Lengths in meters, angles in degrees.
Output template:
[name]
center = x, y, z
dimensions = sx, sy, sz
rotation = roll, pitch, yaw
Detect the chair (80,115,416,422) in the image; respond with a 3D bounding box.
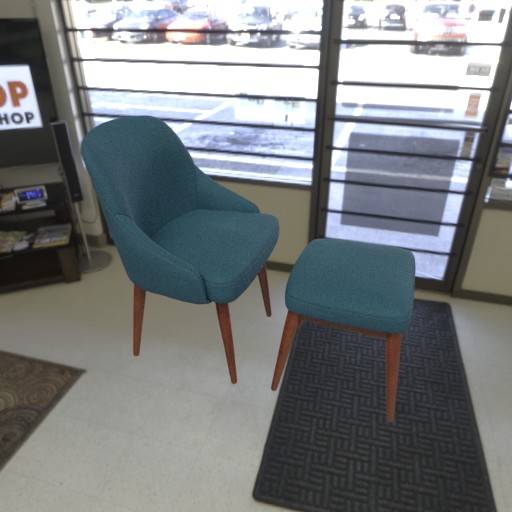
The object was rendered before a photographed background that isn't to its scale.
[chair]
center = 0.000, 0.000, 1.596
dimensions = 1.114, 0.866, 0.584
rotation = 10, 32, 17
